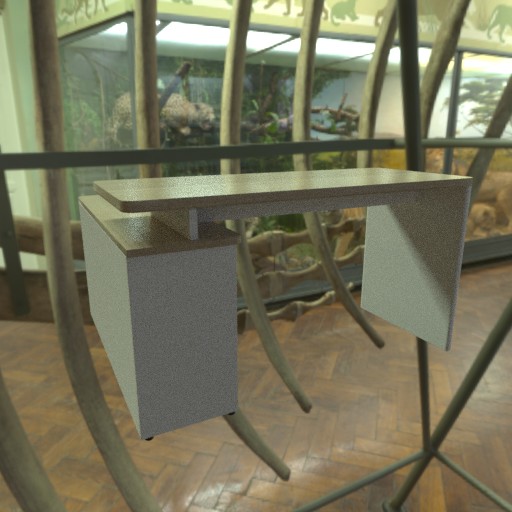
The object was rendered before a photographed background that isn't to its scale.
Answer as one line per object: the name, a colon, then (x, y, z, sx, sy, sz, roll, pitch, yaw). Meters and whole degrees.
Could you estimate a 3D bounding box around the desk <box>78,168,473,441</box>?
desk: (0.000, 0.000, 2.086, 1.400, 0.770, 1.175, -8, 18, -26)
